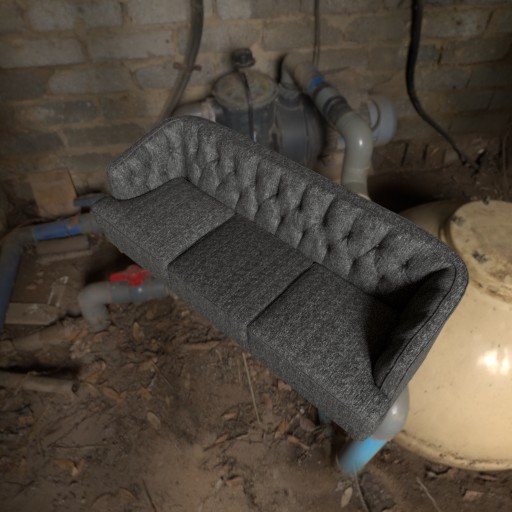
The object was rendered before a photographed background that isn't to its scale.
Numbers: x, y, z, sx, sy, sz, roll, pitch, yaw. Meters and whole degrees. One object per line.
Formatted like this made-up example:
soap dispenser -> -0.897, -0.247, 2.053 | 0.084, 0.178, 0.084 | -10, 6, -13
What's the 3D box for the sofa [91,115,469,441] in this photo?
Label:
sofa -> 0.000, 0.000, 2.779 | 2.278, 0.855, 0.941 | 34, 56, 26
